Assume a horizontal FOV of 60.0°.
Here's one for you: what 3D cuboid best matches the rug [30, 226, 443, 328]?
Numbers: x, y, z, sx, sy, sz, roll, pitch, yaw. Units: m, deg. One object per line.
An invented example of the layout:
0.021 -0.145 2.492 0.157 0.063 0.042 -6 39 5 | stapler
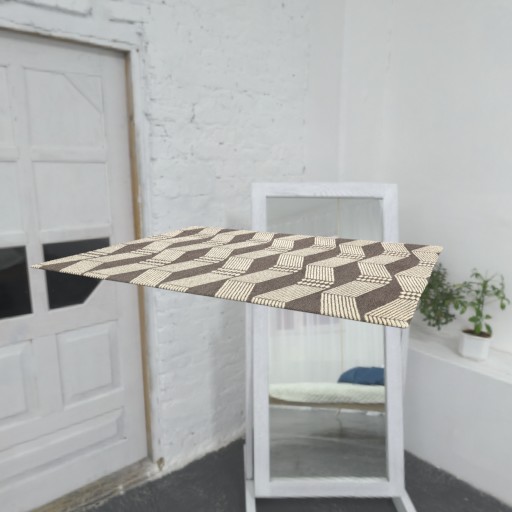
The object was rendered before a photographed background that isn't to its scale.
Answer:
0.000 0.000 4.117 3.048 0.016 2.438 6 14 26 | rug
